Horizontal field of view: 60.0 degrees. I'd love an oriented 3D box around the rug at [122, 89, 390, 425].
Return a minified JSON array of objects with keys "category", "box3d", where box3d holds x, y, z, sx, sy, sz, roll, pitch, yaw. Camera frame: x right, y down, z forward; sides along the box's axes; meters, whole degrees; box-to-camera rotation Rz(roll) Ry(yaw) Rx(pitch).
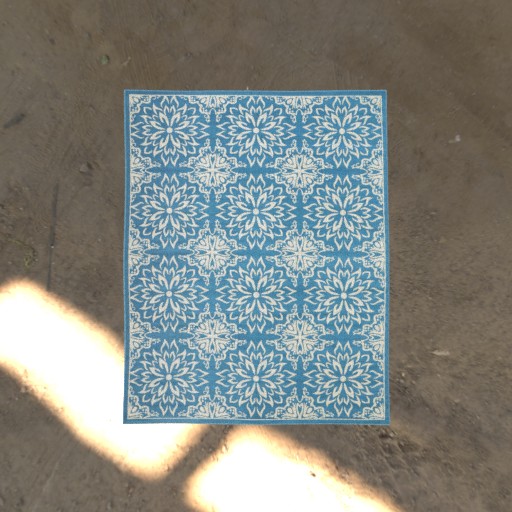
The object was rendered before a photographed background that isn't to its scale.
[{"category":"rug","box3d":[0.000,0.000,3.916,2.350,0.018,2.964,0,89,0]}]
